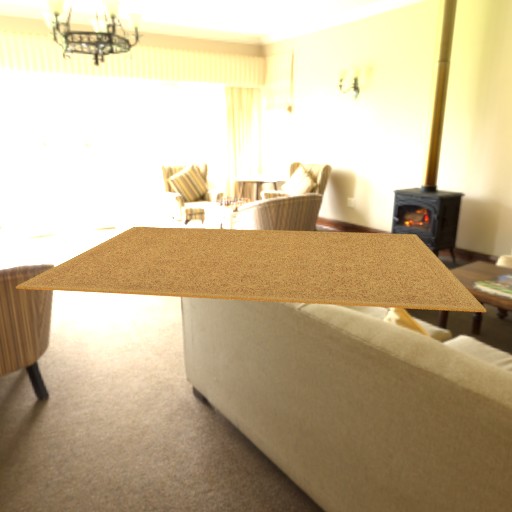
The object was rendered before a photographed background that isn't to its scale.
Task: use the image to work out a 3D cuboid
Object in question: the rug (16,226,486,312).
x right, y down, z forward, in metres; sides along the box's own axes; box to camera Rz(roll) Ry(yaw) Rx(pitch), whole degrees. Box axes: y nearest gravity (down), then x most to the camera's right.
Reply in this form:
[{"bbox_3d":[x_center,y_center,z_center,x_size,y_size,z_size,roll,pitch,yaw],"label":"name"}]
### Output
[{"bbox_3d":[0.000,0.000,2.277,1.829,0.010,1.219,2,16,8],"label":"rug"}]
